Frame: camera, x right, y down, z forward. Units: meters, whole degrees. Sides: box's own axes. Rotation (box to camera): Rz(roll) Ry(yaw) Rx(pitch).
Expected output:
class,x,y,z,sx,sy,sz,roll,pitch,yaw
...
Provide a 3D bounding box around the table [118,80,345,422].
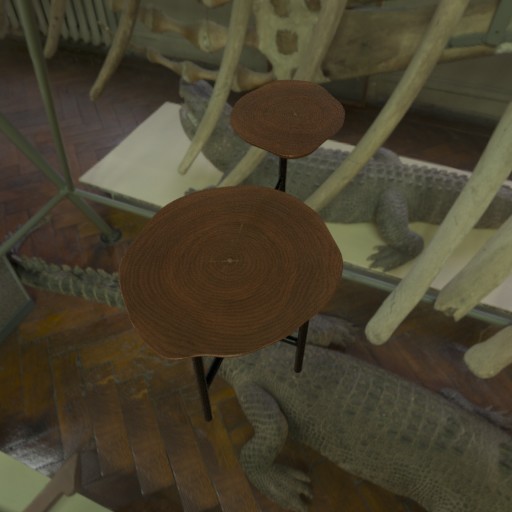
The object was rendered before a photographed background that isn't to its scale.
class,x,y,z,sx,sy,sz,roll,pitch,yaw
table,0.000,0.000,1.081,0.442,0.538,0.759,17,49,15
